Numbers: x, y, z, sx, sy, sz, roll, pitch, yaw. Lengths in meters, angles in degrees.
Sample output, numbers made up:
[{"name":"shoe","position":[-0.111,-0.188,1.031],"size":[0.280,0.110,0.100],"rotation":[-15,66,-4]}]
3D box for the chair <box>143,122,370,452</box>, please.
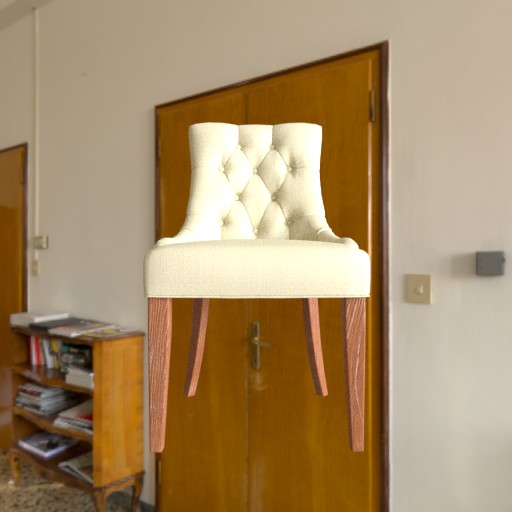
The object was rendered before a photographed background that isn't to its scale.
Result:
[{"name":"chair","position":[0.000,0.000,1.228],"size":[0.509,0.874,0.565],"rotation":[0,0,-1]}]
